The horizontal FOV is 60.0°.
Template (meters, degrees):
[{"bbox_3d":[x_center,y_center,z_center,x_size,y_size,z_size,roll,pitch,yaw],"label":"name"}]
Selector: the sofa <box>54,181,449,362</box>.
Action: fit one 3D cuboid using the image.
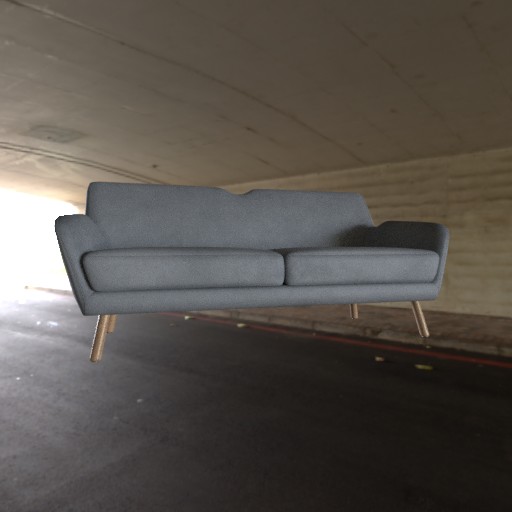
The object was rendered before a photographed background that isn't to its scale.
[{"bbox_3d":[0.000,0.000,2.328,1.870,0.810,0.850,0,1,-18],"label":"sofa"}]
